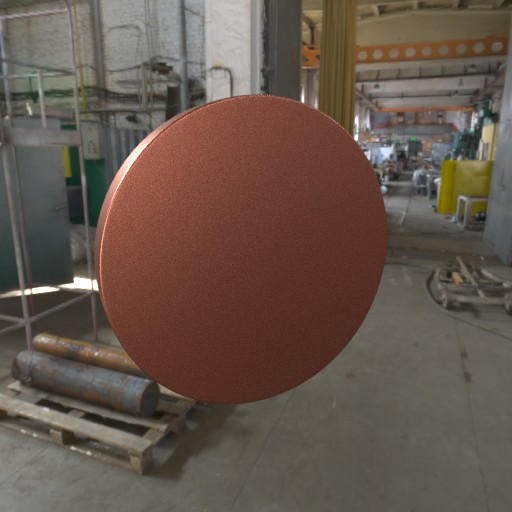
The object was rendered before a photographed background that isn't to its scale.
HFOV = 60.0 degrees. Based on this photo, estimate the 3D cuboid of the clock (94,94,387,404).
[{"bbox_3d":[0.000,0.000,0.460,0.313,0.313,0.040,-6,15,-24],"label":"clock"}]
